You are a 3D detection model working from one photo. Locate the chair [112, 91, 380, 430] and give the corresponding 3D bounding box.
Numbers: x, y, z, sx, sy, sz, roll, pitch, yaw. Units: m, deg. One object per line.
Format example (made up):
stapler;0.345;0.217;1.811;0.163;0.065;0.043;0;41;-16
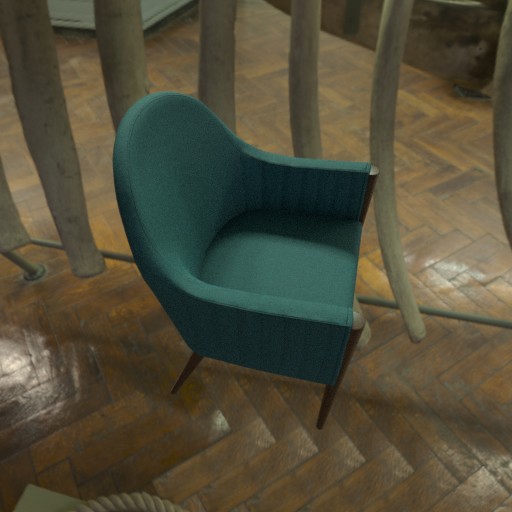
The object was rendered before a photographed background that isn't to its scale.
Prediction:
chair;0.000;0.000;1.365;0.652;0.907;0.656;10;48;9
